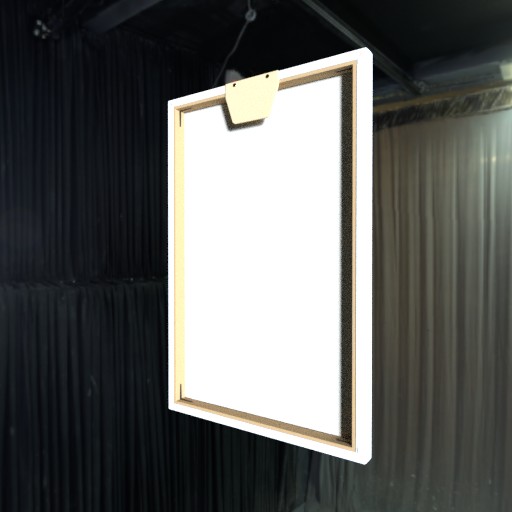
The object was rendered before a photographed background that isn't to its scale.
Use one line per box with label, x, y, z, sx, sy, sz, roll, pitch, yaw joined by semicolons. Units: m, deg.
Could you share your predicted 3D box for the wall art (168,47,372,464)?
wall art;0.000;0.000;1.141;0.602;0.902;0.048;0;1;35
